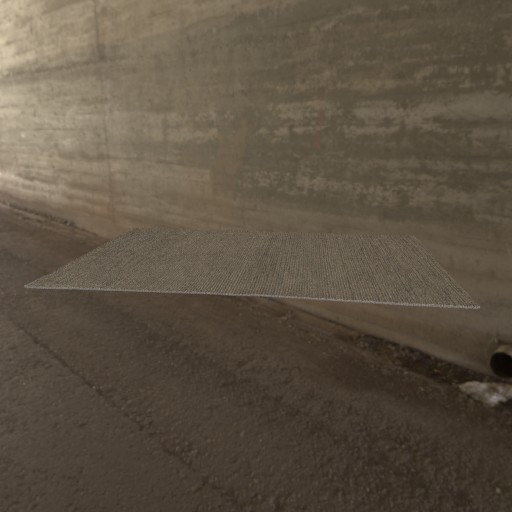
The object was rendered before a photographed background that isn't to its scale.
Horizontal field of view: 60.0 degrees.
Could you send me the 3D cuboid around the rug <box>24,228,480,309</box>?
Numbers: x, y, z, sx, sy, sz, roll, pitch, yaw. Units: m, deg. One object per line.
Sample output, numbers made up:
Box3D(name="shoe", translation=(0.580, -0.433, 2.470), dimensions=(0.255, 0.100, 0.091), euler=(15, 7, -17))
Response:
Box3D(name="rug", translation=(0.000, 0.000, 2.236), dimensions=(1.773, 0.021, 1.149), euler=(2, 16, 7))
